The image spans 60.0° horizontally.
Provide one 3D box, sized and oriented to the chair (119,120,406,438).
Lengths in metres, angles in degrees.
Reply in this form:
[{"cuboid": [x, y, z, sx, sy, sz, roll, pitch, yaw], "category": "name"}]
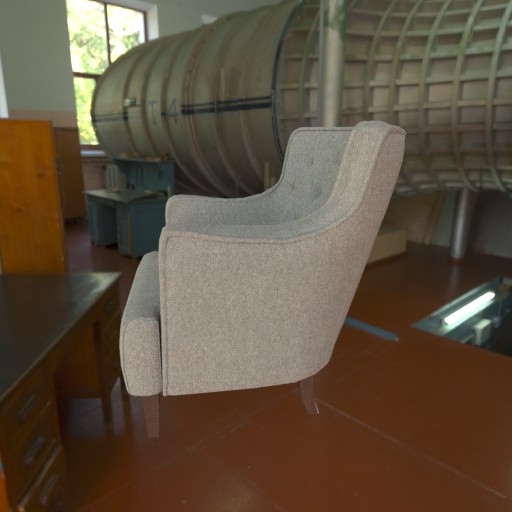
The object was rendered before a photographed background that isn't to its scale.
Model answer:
[{"cuboid": [0.000, 0.000, 1.588, 0.910, 0.920, 0.820, -2, 15, -9], "category": "chair"}]
